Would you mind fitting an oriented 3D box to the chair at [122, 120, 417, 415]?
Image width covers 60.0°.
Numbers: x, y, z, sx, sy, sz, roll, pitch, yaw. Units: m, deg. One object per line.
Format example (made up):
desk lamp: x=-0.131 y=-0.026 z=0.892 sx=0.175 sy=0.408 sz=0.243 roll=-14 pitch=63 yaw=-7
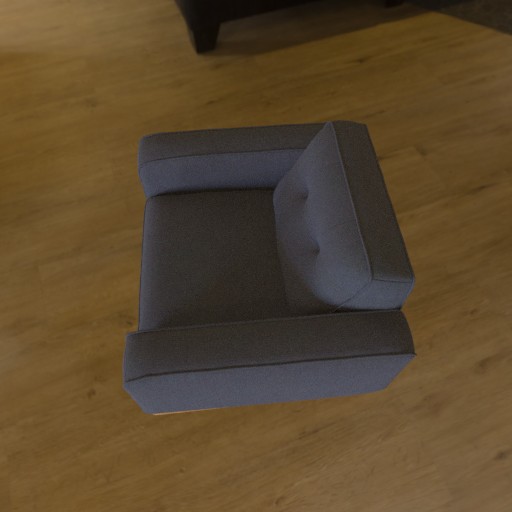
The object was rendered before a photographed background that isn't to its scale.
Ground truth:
chair: x=0.000 y=0.000 z=1.815 sx=0.953 sy=0.783 sz=1.118 roll=-4 pitch=58 yaw=-3
